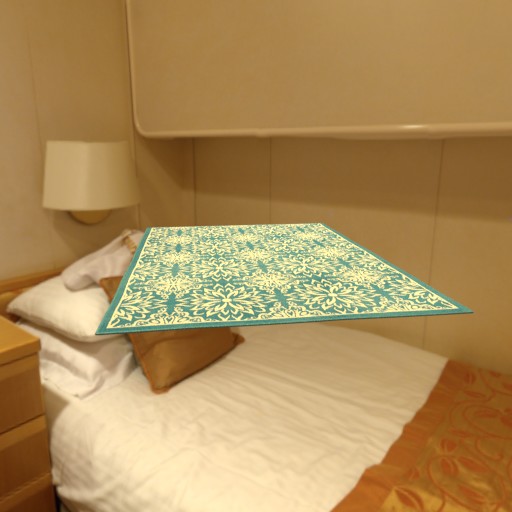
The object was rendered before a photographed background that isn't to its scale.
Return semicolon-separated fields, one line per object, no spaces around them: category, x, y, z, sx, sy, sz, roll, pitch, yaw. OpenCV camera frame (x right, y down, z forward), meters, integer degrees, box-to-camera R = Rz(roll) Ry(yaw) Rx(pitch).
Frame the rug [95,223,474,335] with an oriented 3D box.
rug;0.000;0.000;2.833;1.554;0.012;2.205;-2;14;-8
